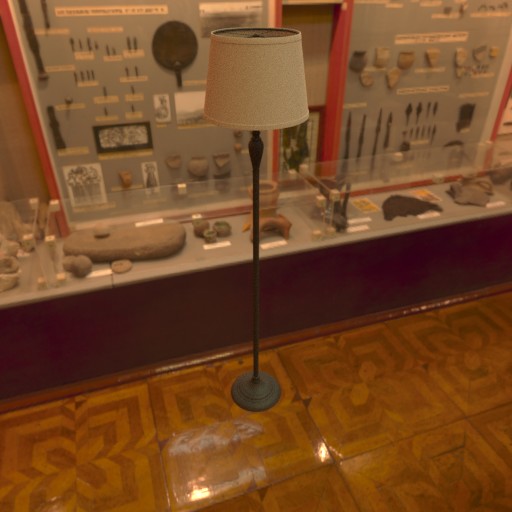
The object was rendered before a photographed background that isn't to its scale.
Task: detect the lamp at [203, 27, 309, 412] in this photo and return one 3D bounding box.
[{"bbox_3d":[0.000,0.000,1.661,0.327,1.506,0.327,-10,34,-14],"label":"lamp"}]
